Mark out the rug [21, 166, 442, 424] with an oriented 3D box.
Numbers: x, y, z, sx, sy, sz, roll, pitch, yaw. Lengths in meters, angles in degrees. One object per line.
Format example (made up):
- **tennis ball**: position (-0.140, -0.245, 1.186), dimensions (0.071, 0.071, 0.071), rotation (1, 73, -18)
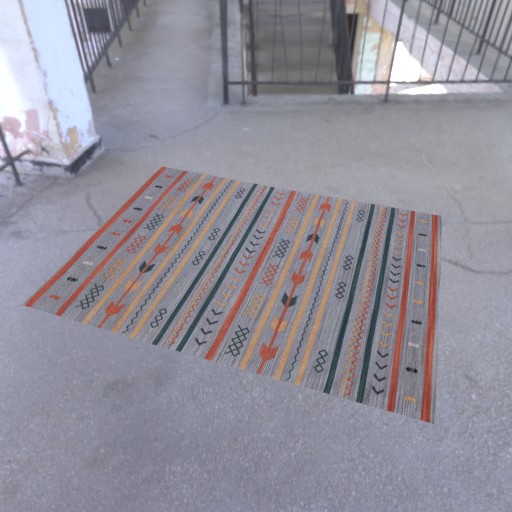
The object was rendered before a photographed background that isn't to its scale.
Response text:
- **rug**: position (0.000, 0.000, 3.826), dimensions (3.029, 0.022, 2.263), rotation (12, 42, 14)
